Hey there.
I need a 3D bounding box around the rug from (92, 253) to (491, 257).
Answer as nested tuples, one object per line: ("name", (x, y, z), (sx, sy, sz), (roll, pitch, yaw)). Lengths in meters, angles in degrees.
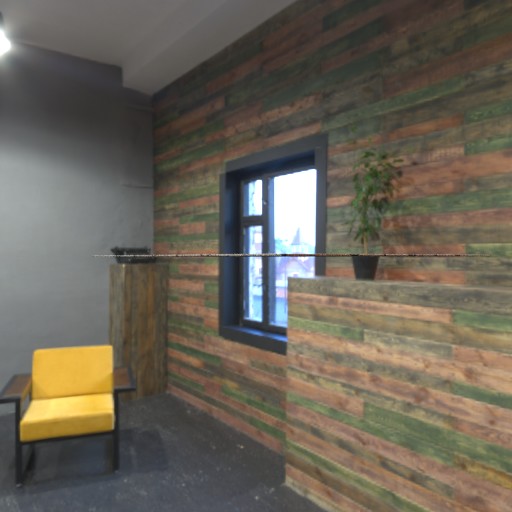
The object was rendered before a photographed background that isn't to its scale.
("rug", (0.000, 0.000, 3.075), (1.526, 0.008, 2.465), (0, 0, -36))
